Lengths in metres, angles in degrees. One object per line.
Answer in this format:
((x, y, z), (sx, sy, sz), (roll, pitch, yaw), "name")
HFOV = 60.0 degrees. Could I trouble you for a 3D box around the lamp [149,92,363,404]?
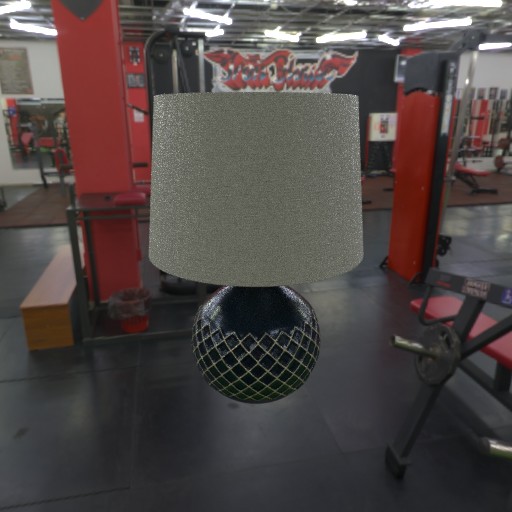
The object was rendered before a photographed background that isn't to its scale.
((0.000, 0.000, 0.800), (0.376, 0.540, 0.376), (0, 17, 0), "lamp")
